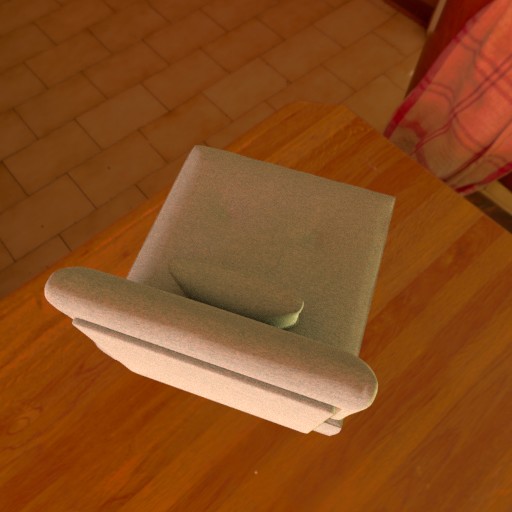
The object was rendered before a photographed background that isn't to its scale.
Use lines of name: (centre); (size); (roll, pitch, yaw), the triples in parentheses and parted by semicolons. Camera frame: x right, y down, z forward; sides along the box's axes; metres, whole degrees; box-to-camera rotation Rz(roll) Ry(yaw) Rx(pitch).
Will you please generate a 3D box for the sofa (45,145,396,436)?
sofa: (0.000, 0.000, 1.657); (0.930, 0.820, 1.000); (17, 65, 8)
